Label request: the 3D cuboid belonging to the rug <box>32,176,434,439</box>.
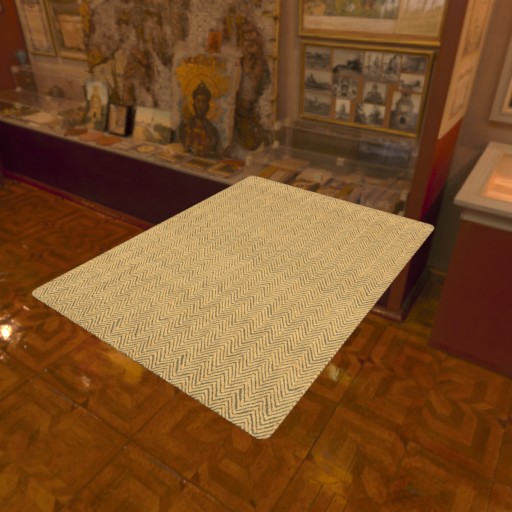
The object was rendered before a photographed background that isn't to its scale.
[{"bbox_3d":[0.000,0.000,4.252,2.439,0.014,3.207,21,38,30],"label":"rug"}]
